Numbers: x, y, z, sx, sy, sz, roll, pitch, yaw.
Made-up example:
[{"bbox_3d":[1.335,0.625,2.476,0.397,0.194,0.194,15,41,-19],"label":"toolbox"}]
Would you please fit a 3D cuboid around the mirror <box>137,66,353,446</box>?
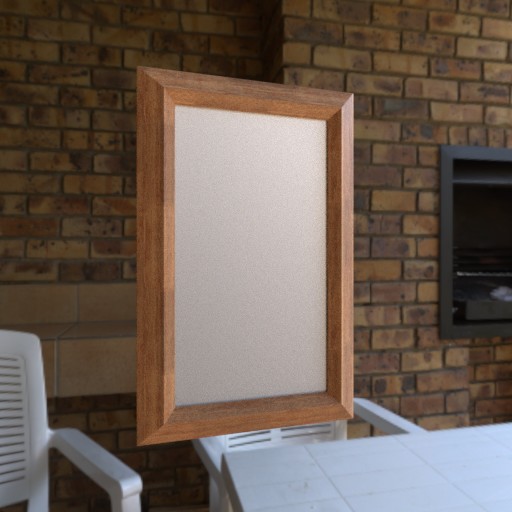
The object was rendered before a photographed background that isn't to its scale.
[{"bbox_3d":[0.000,0.000,1.255,0.651,1.010,0.047,0,0,-18],"label":"mirror"}]
